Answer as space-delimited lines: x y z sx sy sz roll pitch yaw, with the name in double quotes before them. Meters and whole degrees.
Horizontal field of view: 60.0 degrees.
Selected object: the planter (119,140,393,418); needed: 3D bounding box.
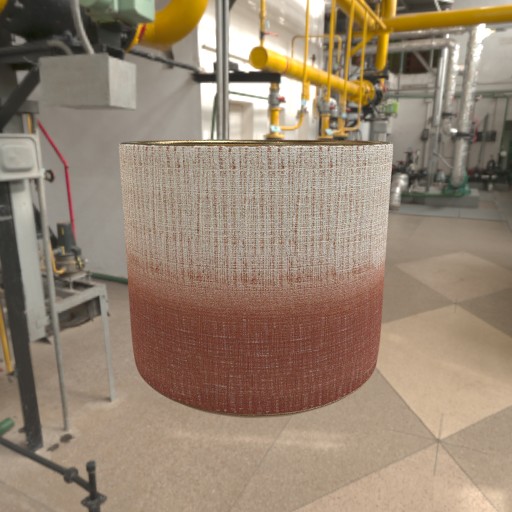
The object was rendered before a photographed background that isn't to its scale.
"planter" 0.000 0.000 0.315 0.178 0.157 0.178 0 15 0
